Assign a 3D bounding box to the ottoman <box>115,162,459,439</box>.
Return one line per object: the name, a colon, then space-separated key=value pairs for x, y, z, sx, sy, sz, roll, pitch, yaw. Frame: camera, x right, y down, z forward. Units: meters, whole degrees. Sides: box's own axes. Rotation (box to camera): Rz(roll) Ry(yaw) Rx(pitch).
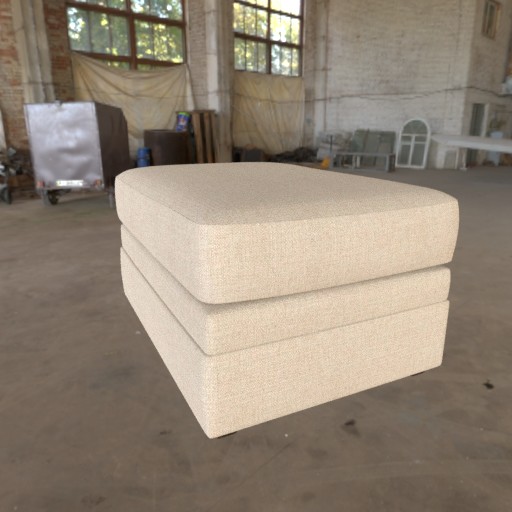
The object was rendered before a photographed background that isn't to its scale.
ottoman: x=0.000 y=0.000 z=1.261 sx=0.637 sy=0.478 sz=0.885 roll=-8 pitch=18 yaw=-25
